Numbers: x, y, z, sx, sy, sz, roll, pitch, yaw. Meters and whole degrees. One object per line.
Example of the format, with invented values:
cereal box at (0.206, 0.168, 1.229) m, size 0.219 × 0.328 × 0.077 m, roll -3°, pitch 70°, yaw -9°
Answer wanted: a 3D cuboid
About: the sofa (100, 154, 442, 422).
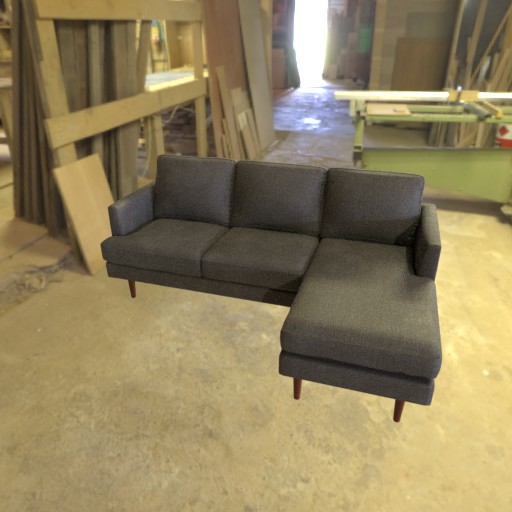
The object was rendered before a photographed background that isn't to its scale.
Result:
sofa at (0.000, 0.000, 2.915) m, size 2.233 × 0.956 × 1.504 m, roll 8°, pitch 27°, yaw 16°
